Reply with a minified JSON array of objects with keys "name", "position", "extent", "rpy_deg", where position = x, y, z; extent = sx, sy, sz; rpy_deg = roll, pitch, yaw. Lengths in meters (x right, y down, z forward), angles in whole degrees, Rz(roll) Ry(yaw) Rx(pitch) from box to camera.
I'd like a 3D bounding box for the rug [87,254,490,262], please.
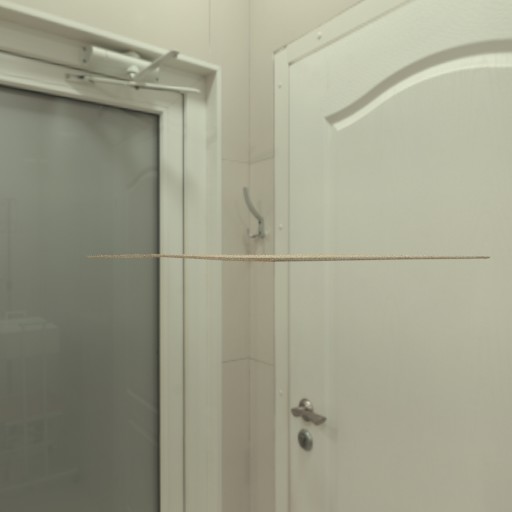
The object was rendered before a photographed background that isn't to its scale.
[{"name":"rug","position":[0.000,0.000,2.979],"extent":[1.574,0.029,2.346],"rpy_deg":[0,0,-36]}]
